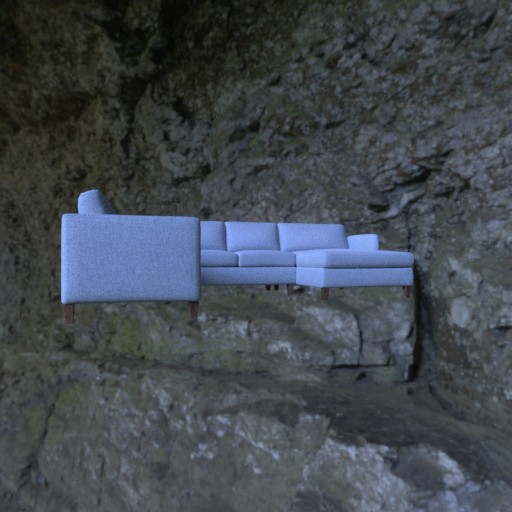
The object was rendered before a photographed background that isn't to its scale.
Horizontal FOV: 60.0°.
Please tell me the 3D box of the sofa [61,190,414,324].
[{"bbox_3d":[0.000,0.000,4.511,3.403,0.889,2.551,0,0,-17],"label":"sofa"}]
